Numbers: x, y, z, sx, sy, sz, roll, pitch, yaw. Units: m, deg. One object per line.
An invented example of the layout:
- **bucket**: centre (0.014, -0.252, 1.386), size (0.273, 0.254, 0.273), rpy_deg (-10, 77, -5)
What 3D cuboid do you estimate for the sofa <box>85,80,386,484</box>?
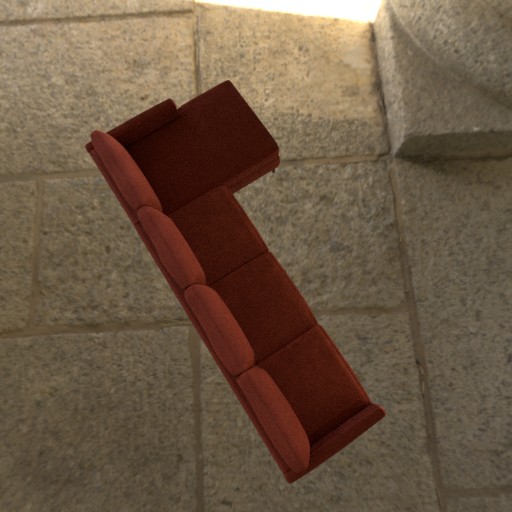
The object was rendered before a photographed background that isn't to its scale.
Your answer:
- **sofa**: centre (0.000, 0.000, 3.425), size (1.350, 0.810, 2.932), rpy_deg (-32, 77, -8)
